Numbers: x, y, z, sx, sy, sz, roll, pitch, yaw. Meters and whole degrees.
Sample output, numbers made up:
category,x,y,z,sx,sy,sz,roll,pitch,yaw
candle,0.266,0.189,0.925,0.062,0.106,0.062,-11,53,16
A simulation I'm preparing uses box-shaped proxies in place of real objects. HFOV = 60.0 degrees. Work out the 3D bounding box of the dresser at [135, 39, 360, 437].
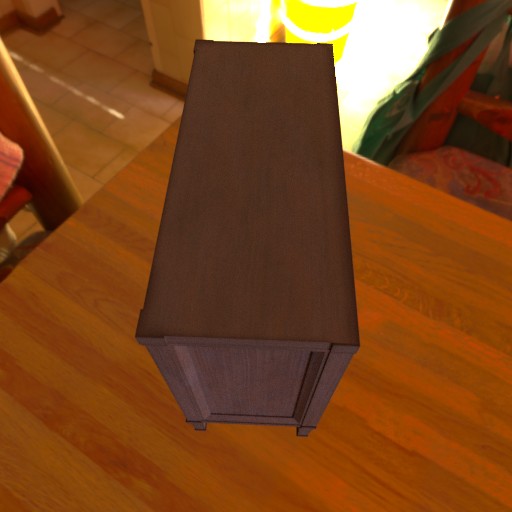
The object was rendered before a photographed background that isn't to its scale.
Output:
category,x,y,z,sx,sy,sz,roll,pitch,yaw
dresser,0.000,0.000,1.588,0.463,0.986,1.049,2,57,1
